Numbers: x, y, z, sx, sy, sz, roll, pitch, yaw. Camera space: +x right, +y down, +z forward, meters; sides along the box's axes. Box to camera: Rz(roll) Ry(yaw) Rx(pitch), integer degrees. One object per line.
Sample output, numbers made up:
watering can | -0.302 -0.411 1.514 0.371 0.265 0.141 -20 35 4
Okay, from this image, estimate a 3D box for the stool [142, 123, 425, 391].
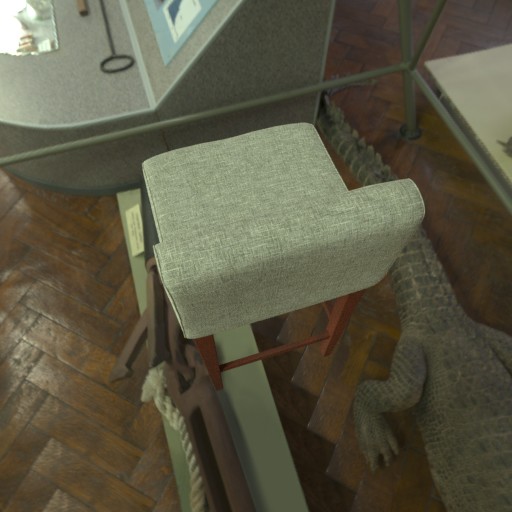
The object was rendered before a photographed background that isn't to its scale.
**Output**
stool | 0.000 0.000 1.096 0.417 0.835 0.459 -15 61 -9
